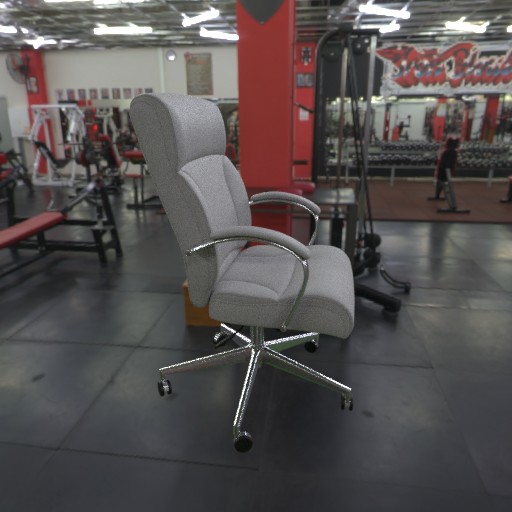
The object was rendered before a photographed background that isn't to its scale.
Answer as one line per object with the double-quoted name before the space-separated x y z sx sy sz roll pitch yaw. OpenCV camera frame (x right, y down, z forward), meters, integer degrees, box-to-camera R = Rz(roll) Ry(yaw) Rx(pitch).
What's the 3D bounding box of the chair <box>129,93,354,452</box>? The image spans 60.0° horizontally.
"chair" 0.000 0.000 1.590 0.745 1.099 0.727 3 18 10
